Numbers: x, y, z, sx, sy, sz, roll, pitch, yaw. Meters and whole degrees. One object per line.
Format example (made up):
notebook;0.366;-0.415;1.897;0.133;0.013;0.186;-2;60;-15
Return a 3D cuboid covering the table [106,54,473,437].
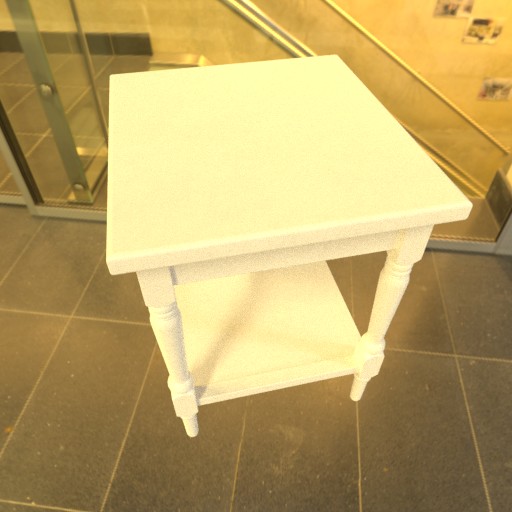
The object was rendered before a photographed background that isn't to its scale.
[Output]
table;0.000;0.000;0.878;0.442;0.565;0.488;-9;46;-9
